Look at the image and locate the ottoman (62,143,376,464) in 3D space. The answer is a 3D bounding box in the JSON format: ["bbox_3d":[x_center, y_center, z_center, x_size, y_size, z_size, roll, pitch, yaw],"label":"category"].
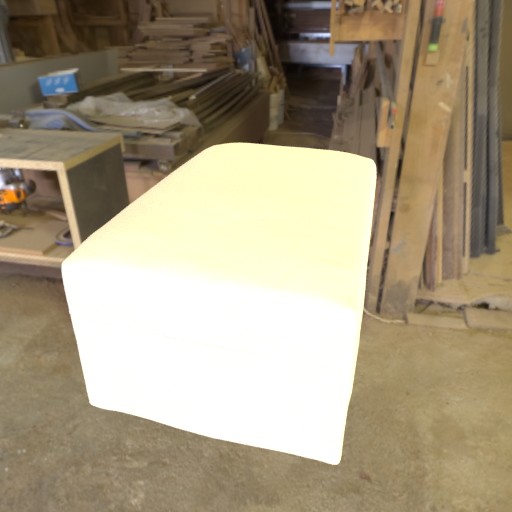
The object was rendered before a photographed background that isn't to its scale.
[{"bbox_3d":[0.000,0.000,1.203,0.590,0.444,0.872,8,30,13],"label":"ottoman"}]
